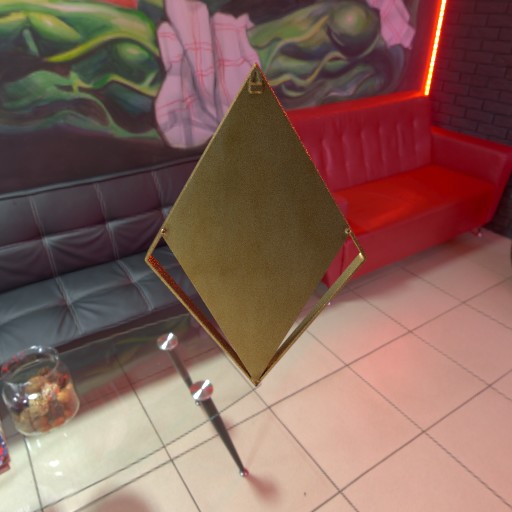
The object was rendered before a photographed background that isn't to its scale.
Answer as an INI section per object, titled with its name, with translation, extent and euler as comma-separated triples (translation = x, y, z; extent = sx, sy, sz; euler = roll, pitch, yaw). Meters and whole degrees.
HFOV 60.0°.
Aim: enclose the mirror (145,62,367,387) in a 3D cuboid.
[mirror]
translation = 0.000, 0.000, 0.845
extent = 0.419, 0.679, 0.032
euler = 0, 31, -1
